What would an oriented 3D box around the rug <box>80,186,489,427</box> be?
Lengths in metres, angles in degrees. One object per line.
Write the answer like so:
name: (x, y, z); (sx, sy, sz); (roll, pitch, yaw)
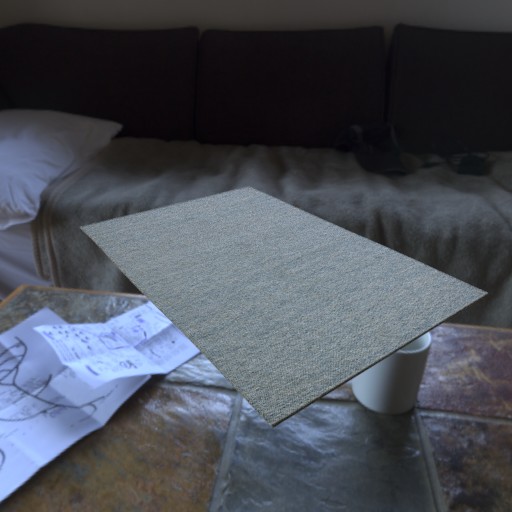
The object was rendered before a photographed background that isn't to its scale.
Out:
rug: (0.000, 0.000, 2.868); (1.547, 0.013, 2.283); (-19, 33, -32)
